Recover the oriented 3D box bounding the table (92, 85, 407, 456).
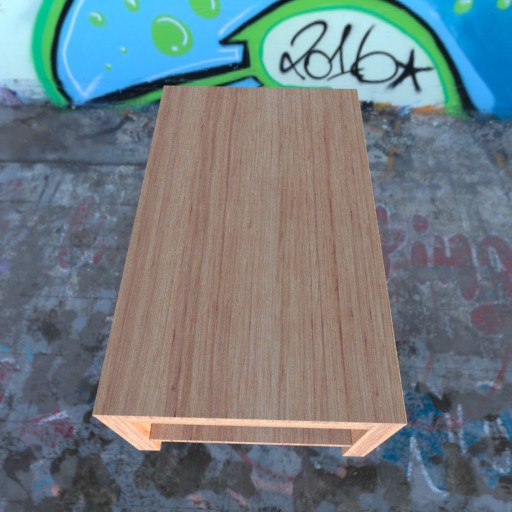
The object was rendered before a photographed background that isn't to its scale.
[{"bbox_3d":[0.000,0.000,1.476,0.695,0.457,1.146,1,58,1],"label":"table"}]
